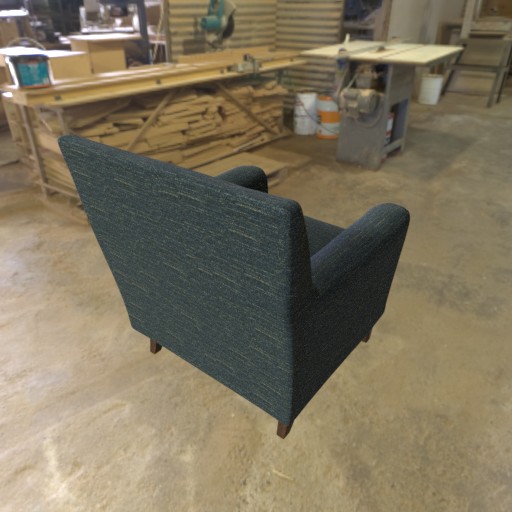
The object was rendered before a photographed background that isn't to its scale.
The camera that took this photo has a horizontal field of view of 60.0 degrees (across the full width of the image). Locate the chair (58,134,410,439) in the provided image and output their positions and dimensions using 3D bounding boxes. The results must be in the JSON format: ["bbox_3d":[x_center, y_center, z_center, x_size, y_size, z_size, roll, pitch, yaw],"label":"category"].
[{"bbox_3d":[0.000,0.000,1.632,0.864,0.928,0.873,22,37,32],"label":"chair"}]
